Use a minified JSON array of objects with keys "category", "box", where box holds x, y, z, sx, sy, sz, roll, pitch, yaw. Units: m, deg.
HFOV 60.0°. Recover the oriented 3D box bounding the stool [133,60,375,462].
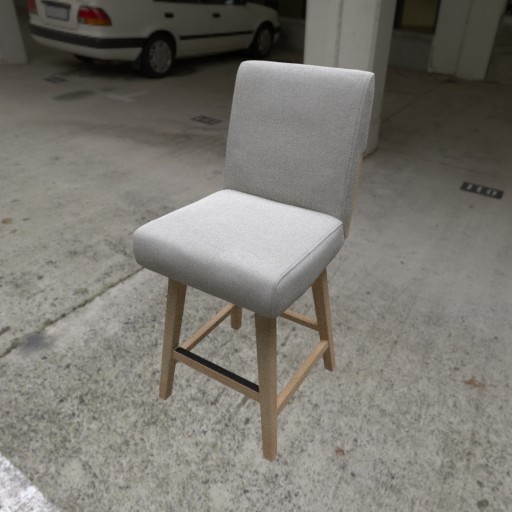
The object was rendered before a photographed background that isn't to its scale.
[{"category":"stool","box":[0.000,0.000,1.432,0.507,1.085,0.606,18,36,28]}]
